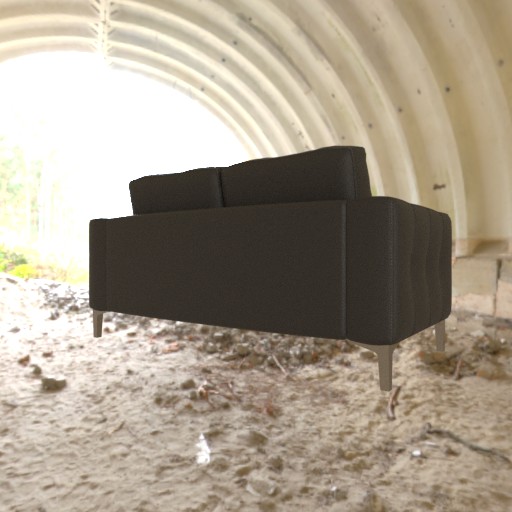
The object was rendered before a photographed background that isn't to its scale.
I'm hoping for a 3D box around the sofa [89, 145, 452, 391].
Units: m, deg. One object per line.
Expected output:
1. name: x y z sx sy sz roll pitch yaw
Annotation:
1. sofa: 0.000 0.000 2.259 1.726 0.893 0.833 0 0 36
